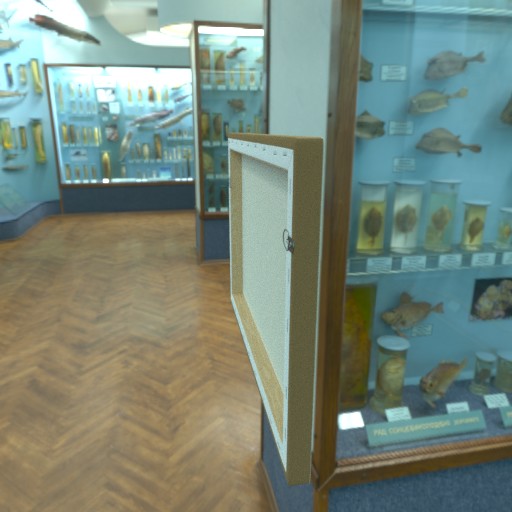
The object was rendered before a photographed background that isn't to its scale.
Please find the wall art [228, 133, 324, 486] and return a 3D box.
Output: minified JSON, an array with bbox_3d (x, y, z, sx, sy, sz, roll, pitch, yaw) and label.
[{"bbox_3d":[0.000,0.000,0.479,0.019,0.254,0.380,-3,16,-9],"label":"wall art"}]
